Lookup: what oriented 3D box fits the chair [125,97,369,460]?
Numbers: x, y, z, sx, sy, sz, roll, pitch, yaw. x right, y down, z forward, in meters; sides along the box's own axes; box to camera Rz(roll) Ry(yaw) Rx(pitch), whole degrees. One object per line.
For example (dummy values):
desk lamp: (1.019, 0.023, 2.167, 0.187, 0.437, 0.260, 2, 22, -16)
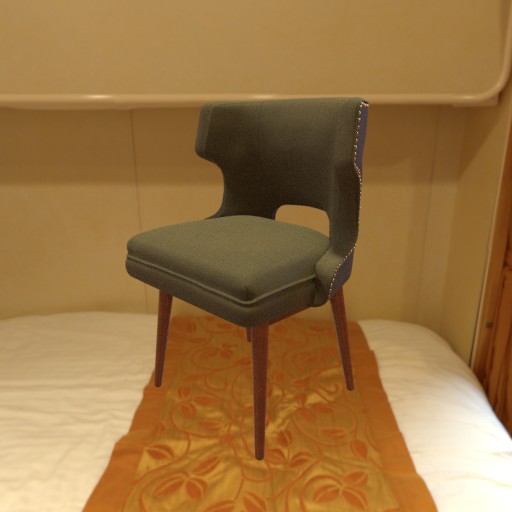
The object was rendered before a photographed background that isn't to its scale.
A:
chair: (0.000, 0.000, 1.264, 0.595, 0.863, 0.581, 16, 24, 42)
